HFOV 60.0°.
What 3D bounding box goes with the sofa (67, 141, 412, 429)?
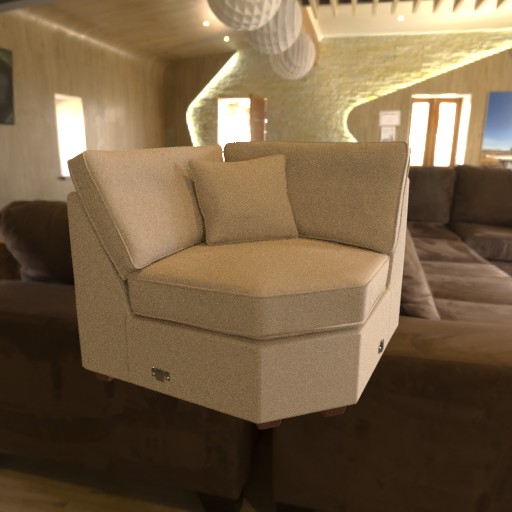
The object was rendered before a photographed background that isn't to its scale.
[{"bbox_3d":[0.000,0.000,1.835,1.042,0.937,1.050,7,15,27],"label":"sofa"}]
